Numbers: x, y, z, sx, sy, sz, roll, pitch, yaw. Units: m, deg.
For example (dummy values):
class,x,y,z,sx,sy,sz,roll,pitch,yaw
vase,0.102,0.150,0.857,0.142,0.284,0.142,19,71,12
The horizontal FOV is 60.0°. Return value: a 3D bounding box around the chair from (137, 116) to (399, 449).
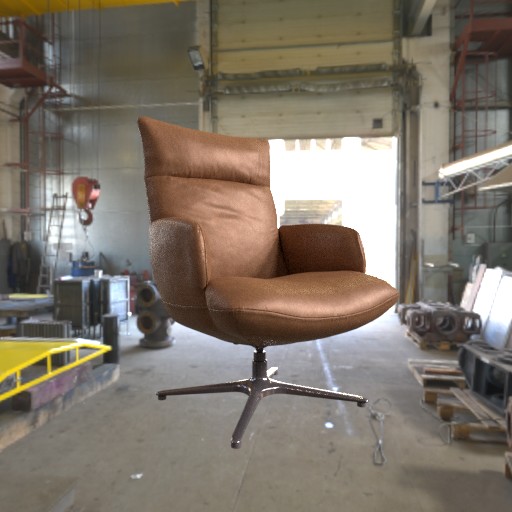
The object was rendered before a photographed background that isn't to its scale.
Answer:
class,x,y,z,sx,sy,sz,roll,pitch,yaw
chair,0.000,0.000,1.563,0.711,1.027,0.794,-1,1,-37
